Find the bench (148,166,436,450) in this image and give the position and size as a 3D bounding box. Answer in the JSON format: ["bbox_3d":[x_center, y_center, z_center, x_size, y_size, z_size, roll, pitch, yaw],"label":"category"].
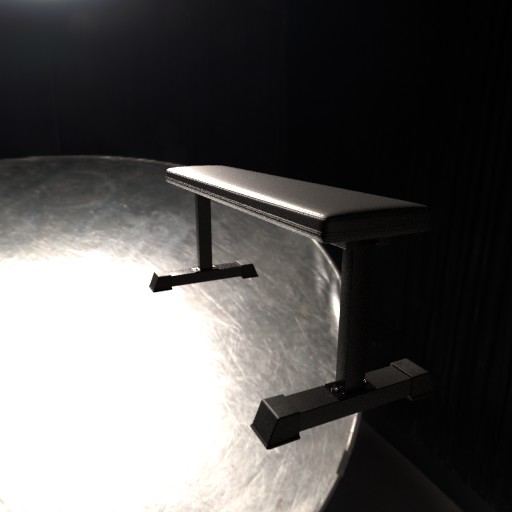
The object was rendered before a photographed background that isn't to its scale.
[{"bbox_3d":[0.000,0.000,1.310,0.439,0.453,1.072,-8,18,-25],"label":"bench"}]
